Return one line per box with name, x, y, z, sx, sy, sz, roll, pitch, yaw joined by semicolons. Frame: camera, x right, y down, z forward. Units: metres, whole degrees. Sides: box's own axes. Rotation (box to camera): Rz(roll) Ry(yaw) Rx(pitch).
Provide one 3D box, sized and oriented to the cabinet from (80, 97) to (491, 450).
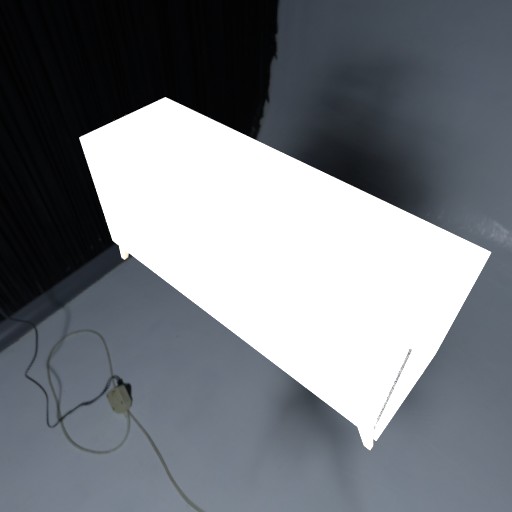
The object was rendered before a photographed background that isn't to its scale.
cabinet;0.000;0.000;2.007;1.649;0.780;0.500;32;54;27
